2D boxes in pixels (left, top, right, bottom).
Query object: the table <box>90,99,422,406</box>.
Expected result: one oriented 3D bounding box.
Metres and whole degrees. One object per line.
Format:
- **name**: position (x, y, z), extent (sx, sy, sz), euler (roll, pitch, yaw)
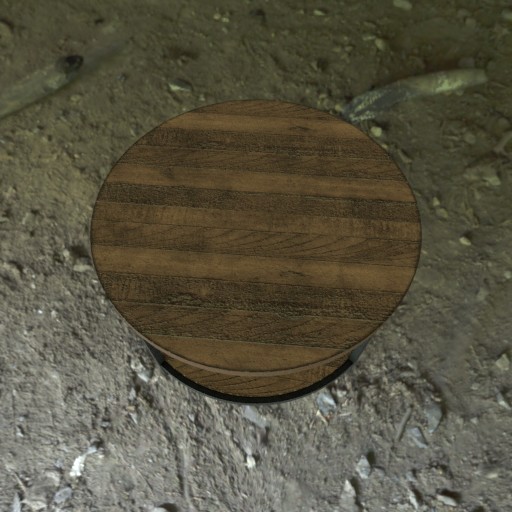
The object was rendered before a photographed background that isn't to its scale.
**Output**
- **table**: position (0.000, 0.000, 1.336), extent (0.837, 0.462, 0.837), euler (0, 59, 0)
